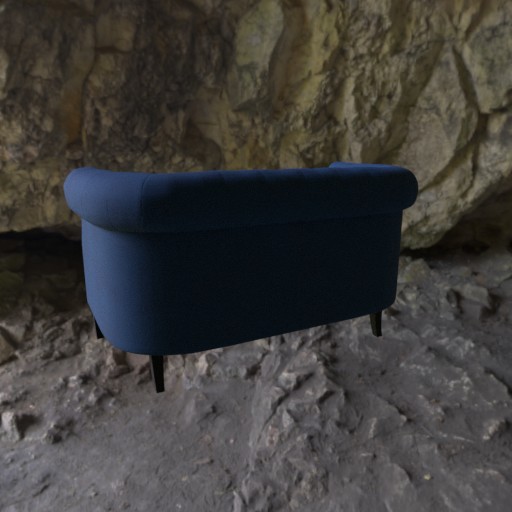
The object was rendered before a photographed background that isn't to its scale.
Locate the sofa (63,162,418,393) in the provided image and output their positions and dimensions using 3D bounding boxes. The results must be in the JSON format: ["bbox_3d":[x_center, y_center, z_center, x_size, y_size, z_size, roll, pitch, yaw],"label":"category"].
[{"bbox_3d":[0.000,0.000,2.061,1.558,0.827,0.835,-7,16,-27],"label":"sofa"}]
